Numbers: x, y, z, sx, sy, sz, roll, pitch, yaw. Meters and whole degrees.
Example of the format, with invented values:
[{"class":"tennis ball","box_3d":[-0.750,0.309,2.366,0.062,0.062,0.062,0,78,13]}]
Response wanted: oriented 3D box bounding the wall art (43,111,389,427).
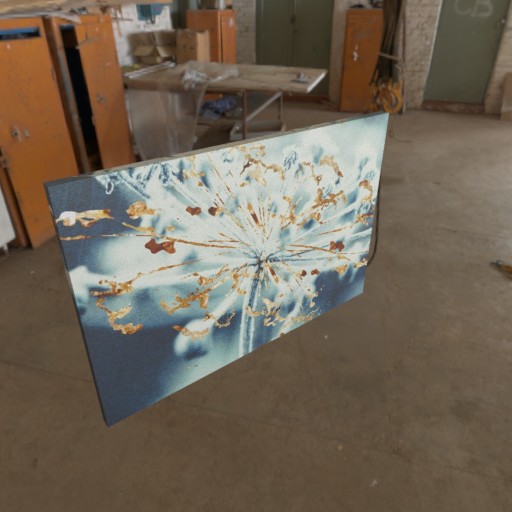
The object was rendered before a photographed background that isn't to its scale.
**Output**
[{"class":"wall art","box_3d":[0.000,0.000,1.438,1.138,0.759,0.035,-21,36,-32]}]
